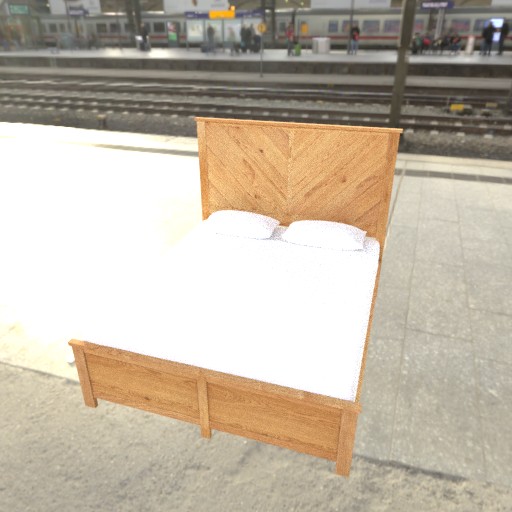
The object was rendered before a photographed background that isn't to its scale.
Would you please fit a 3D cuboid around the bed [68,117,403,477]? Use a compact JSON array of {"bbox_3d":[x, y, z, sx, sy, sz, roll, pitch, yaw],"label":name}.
[{"bbox_3d":[0.000,0.000,3.515,1.936,1.686,2.201,8,28,16],"label":"bed"}]
